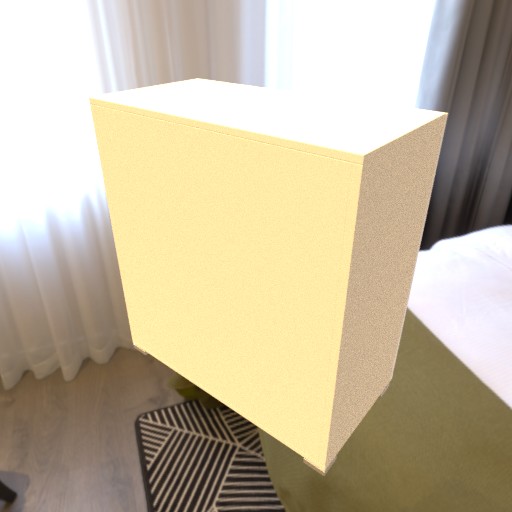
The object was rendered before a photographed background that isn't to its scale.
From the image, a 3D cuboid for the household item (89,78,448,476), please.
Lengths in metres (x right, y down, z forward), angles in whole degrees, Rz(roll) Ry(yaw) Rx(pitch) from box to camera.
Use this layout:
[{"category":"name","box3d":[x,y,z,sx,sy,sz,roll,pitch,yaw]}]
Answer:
[{"category":"household item","box3d":[0.000,0.000,1.314,0.800,0.870,0.420,22,37,33]}]
